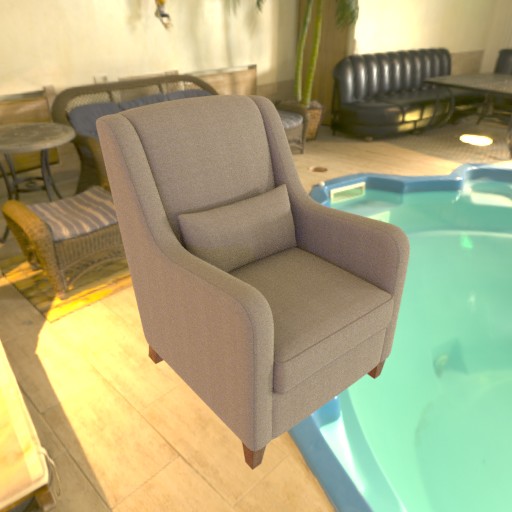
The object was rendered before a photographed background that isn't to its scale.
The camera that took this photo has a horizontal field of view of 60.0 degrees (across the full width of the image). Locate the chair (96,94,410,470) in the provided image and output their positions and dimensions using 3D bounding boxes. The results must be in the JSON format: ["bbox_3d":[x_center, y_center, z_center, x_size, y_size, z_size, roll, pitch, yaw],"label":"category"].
[{"bbox_3d":[0.000,0.000,1.641,0.715,1.017,0.890,-22,36,-34],"label":"chair"}]
